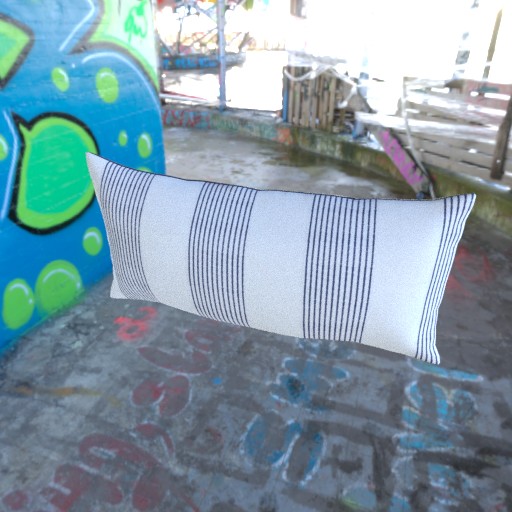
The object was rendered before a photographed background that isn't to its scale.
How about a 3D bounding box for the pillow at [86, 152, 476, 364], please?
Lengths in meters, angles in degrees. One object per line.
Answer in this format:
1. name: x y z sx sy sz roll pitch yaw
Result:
1. pillow: 0.000 0.000 0.720 0.610 0.287 0.151 9 29 17
